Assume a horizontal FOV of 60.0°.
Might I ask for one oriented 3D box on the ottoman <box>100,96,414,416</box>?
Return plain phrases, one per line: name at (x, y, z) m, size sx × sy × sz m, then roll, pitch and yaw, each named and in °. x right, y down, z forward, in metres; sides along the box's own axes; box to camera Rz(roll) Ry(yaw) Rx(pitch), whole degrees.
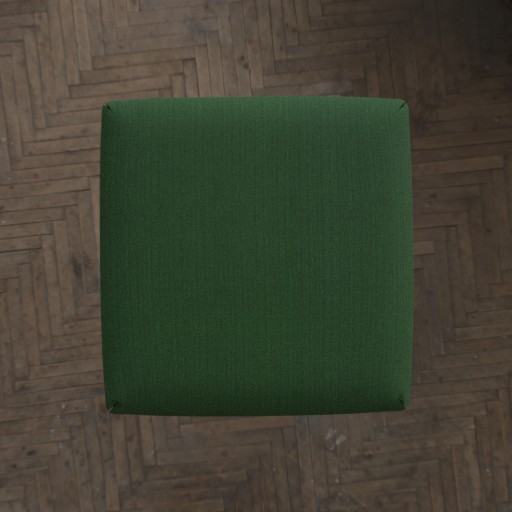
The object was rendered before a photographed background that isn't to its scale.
ottoman at (0.000, 0.000, 0.886) m, size 0.497 × 0.475 × 0.507 m, roll 0°, pitch 90°, yaw -1°
